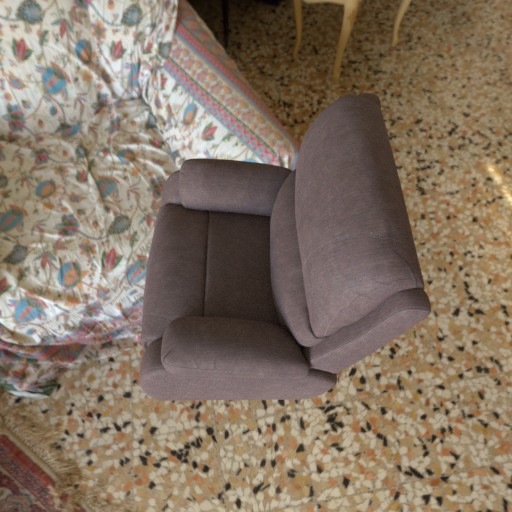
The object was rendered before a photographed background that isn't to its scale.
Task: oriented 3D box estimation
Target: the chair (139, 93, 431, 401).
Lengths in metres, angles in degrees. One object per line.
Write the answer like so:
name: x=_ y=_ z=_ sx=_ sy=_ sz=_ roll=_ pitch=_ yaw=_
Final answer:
chair: x=0.000 y=0.000 z=1.696 sx=0.899 sy=1.011 sz=0.930 roll=-1 pitch=58 yaw=0
